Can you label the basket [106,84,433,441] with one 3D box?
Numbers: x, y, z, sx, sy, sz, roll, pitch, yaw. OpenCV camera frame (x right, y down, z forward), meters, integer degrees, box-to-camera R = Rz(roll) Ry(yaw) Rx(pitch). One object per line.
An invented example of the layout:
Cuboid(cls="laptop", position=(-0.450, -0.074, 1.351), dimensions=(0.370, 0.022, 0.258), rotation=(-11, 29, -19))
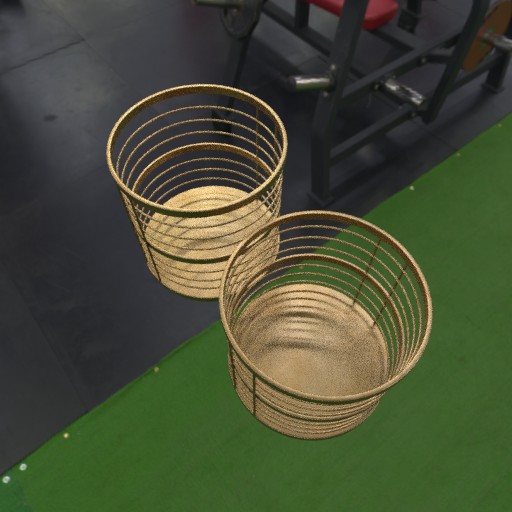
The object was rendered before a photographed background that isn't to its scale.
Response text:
Cuboid(cls="basket", position=(0.000, 0.000, 0.937), dimensions=(0.356, 0.351, 0.746), rotation=(-32, 63, -19))
